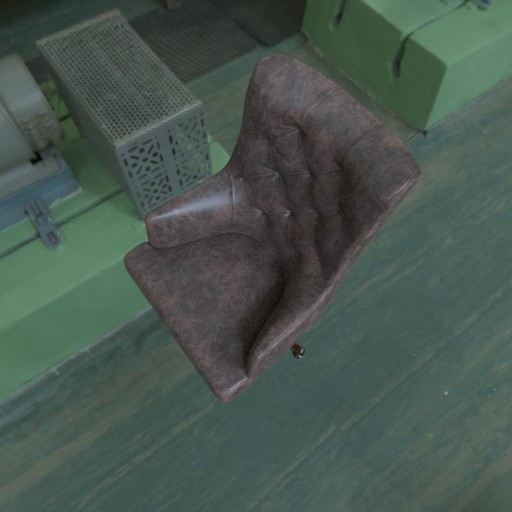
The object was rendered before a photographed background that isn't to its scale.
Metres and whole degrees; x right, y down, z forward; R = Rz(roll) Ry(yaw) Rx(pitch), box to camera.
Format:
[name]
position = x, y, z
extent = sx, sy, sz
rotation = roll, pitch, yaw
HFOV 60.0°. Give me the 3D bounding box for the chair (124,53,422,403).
[chair]
position = 0.000, 0.000, 1.539
extent = 0.762, 1.035, 0.641
rotation = -34, 68, -16
